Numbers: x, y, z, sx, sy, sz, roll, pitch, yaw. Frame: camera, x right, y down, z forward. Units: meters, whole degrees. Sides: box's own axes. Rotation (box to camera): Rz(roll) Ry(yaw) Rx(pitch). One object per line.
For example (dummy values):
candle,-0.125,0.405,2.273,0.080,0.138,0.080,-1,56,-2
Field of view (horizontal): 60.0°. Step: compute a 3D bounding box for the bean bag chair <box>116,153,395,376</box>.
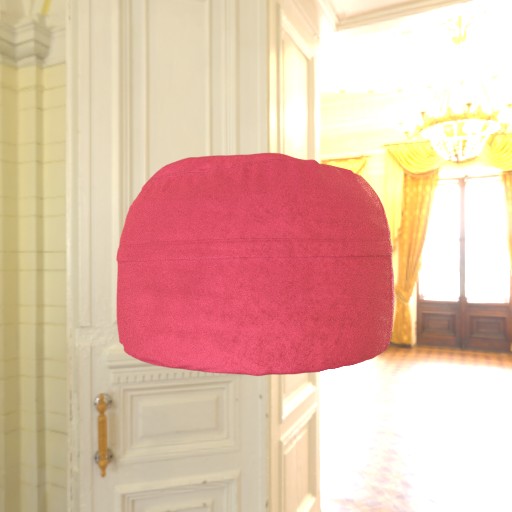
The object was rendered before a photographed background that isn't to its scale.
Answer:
bean bag chair,0.000,0.000,2.030,1.218,0.788,1.218,0,0,0
